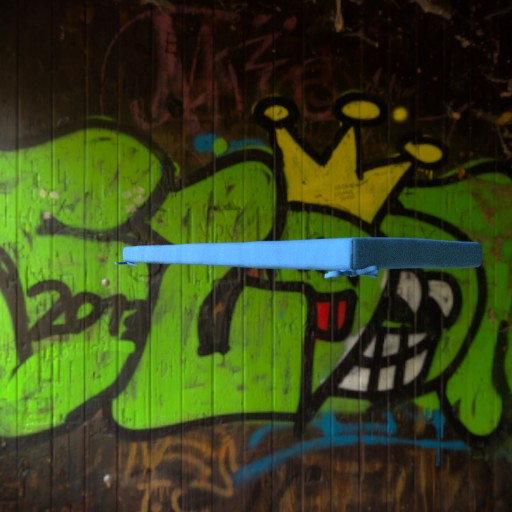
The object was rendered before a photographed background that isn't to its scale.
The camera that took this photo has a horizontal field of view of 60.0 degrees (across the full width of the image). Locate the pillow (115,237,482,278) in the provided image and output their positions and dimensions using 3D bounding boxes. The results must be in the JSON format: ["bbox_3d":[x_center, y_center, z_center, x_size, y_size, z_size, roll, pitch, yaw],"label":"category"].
[{"bbox_3d":[0.000,0.000,1.352,0.492,0.081,1.187,0,0,-37],"label":"pillow"}]
